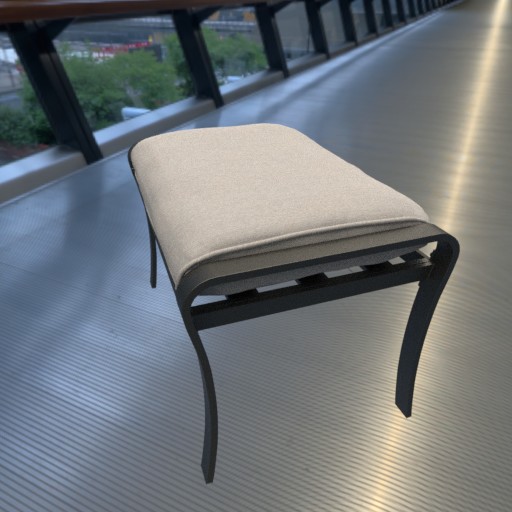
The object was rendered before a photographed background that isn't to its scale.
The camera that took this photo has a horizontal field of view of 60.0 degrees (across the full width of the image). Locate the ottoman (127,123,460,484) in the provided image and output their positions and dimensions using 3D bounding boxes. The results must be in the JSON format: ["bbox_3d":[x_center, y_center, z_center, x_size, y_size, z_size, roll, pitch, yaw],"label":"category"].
[{"bbox_3d":[0.000,0.000,0.894,0.406,0.422,0.610,-10,32,-17],"label":"ottoman"}]
